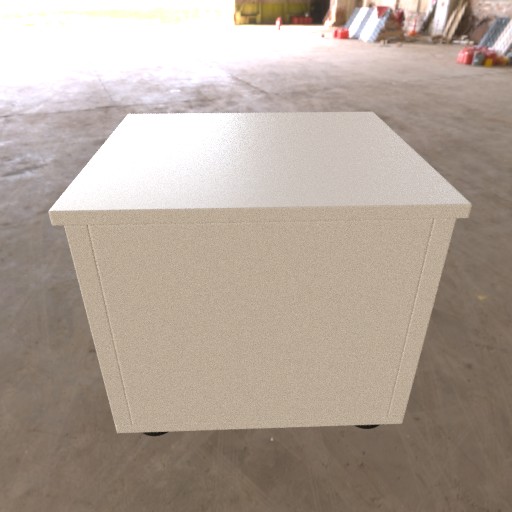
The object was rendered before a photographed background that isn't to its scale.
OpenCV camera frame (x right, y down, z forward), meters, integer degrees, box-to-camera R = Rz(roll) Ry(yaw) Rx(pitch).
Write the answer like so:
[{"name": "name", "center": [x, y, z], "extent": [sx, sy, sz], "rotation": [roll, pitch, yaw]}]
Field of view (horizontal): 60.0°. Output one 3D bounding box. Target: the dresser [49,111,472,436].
[{"name": "dresser", "center": [0.000, 0.000, 0.712], "extent": [0.430, 0.360, 0.400], "rotation": [-1, 32, -2]}]
